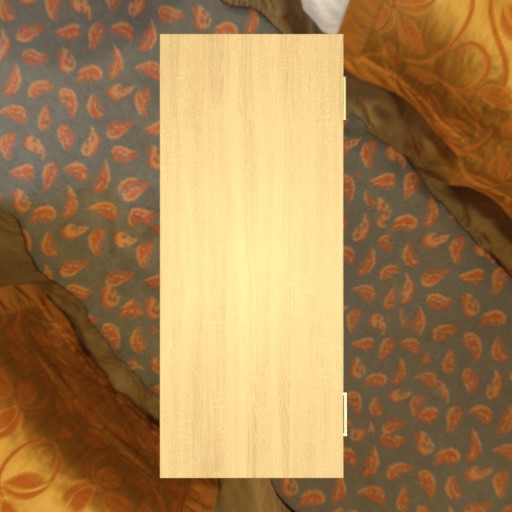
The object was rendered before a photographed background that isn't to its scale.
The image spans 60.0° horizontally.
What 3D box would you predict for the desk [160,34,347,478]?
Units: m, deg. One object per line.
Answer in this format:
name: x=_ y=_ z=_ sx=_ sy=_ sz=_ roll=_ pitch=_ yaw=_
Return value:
desk: x=0.000 y=0.000 z=1.752 sx=0.600 sy=0.740 sz=1.390 roll=0 pitch=90 yaw=0
